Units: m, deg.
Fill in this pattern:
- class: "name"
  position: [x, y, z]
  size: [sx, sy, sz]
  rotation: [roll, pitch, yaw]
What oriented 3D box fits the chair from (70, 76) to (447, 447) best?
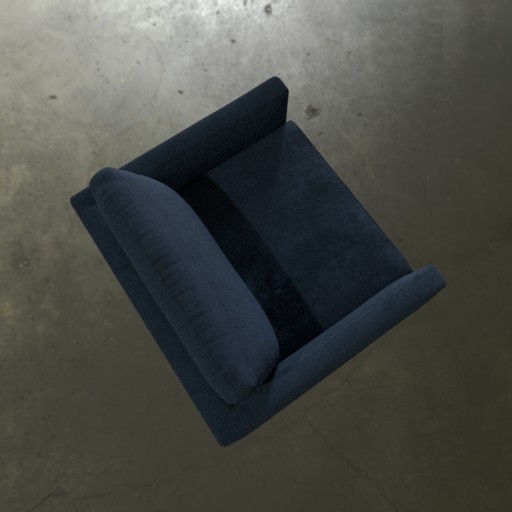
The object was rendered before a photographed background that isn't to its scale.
- class: "chair"
  position: [0.000, 0.000, 1.627]
  size: [0.875, 0.812, 0.964]
  rotation: [-33, 77, -9]
